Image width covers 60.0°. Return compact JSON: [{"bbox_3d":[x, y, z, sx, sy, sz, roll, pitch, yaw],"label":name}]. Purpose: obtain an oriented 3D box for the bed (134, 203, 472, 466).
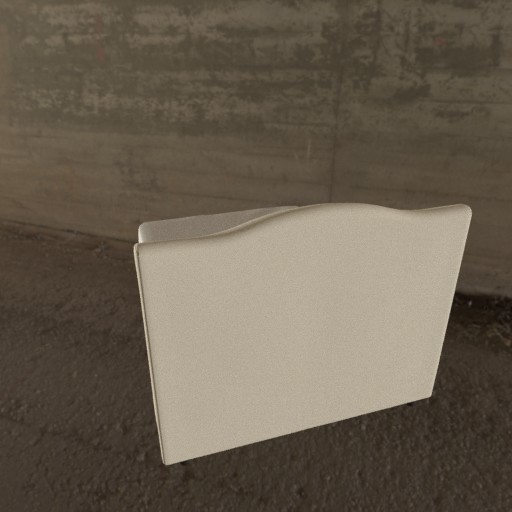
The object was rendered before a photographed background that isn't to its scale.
[{"bbox_3d":[0.000,0.000,3.286,1.753,1.460,2.143,-8,27,-16],"label":"bed"}]
